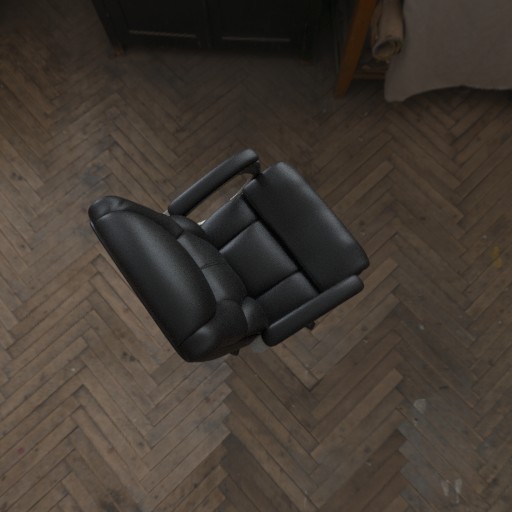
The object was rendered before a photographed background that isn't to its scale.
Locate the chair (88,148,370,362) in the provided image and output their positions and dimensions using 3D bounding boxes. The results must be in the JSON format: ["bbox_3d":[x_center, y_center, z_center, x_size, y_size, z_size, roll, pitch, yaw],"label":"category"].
[{"bbox_3d":[0.000,0.000,1.623,0.739,1.155,0.663,-36,78,-9],"label":"chair"}]
